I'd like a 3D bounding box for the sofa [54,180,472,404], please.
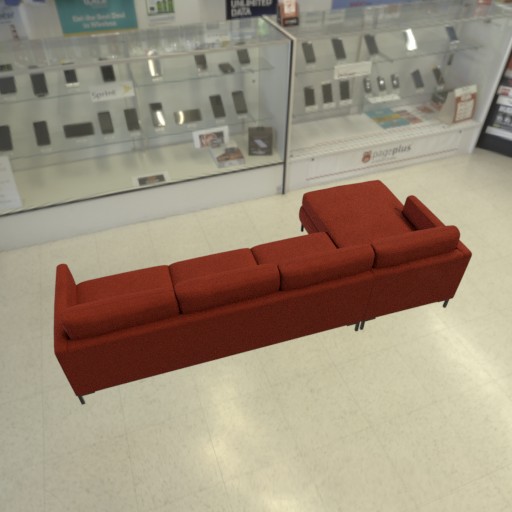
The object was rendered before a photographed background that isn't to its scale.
[{"bbox_3d":[0.000,0.000,2.935,2.467,0.663,1.136,-12,44,-13],"label":"sofa"}]
